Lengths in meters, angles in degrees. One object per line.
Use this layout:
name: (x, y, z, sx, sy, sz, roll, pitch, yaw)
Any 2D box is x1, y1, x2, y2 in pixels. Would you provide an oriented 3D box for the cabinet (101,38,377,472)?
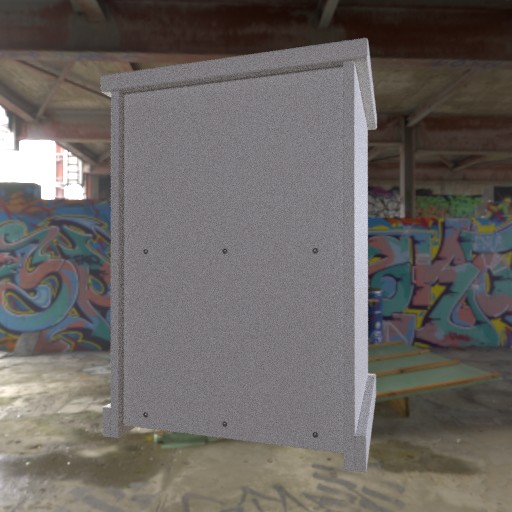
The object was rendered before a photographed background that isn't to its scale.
cabinet: (0.000, 0.000, 1.014, 0.520, 0.723, 0.431, 0, 0, 17)
